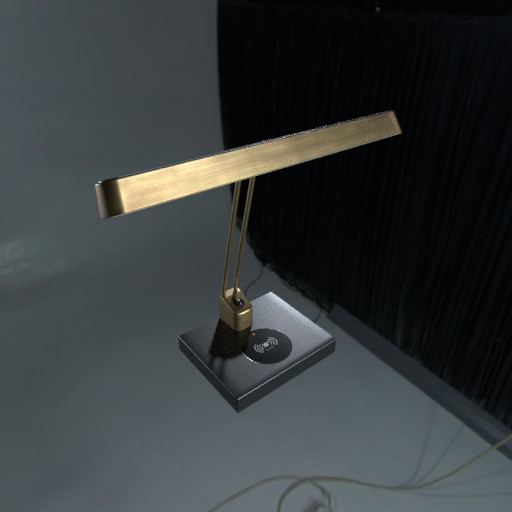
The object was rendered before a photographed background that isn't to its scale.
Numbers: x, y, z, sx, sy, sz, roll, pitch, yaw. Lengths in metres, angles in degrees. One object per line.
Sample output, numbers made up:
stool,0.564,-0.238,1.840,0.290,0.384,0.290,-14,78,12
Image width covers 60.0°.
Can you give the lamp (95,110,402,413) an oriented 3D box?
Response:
lamp,0.000,0.000,0.596,0.412,0.345,0.156,-23,38,-32
